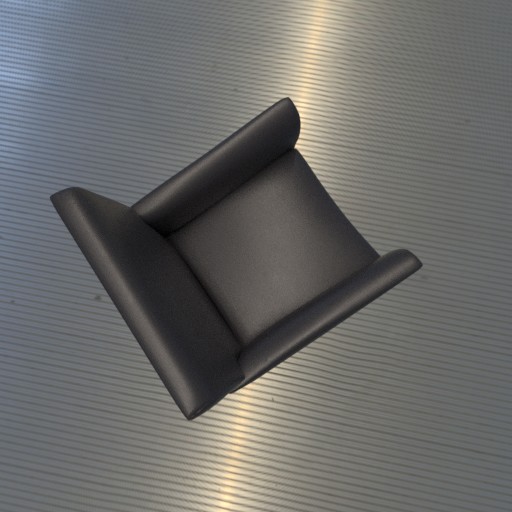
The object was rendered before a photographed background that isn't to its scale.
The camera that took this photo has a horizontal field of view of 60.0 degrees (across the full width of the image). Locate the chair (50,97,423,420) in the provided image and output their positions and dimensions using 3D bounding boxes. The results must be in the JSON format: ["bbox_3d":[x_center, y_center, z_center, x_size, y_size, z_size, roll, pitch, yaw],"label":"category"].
[{"bbox_3d":[0.000,0.000,1.491,0.772,0.951,0.683,-34,79,-8],"label":"chair"}]
